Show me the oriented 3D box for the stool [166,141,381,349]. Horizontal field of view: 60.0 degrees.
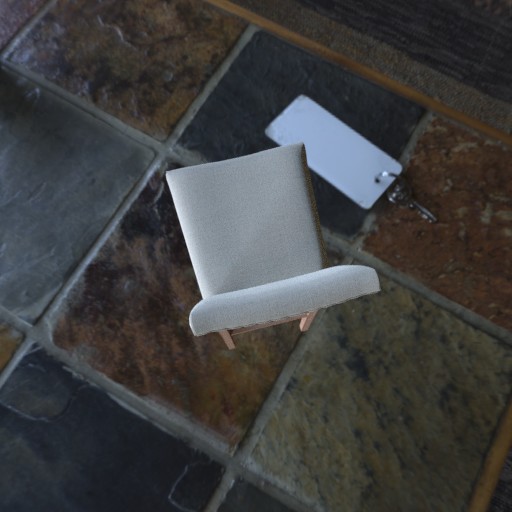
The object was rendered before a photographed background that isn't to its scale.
[{"bbox_3d":[0.000,0.000,1.443,0.428,1.143,0.546,-13,76,-3],"label":"stool"}]
